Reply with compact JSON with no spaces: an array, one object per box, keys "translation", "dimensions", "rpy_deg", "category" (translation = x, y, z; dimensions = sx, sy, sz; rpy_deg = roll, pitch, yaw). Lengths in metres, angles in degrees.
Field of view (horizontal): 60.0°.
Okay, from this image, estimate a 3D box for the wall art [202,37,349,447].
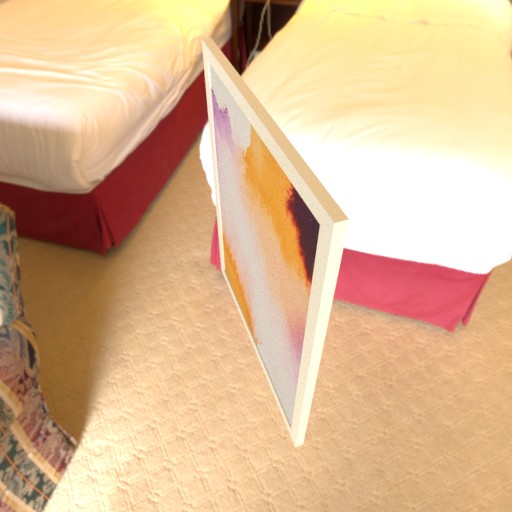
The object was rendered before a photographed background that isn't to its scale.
[{"translation":[0.000,0.000,0.626],"dimensions":[0.013,0.456,0.382],"rpy_deg":[-15,48,-14],"category":"wall art"}]
